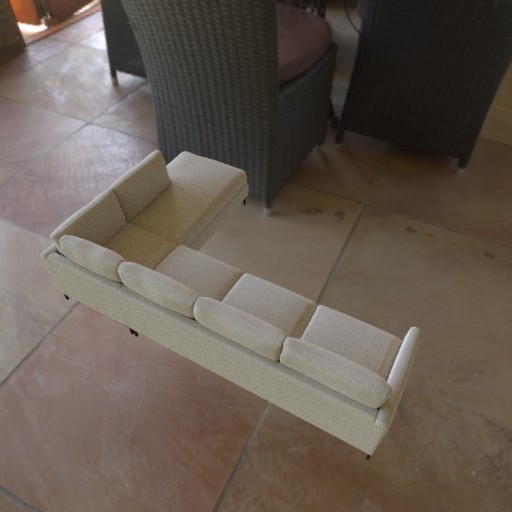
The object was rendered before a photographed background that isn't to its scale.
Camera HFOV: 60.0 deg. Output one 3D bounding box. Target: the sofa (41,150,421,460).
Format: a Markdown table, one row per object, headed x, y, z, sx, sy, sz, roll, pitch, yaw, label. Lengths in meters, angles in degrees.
| x | y | z | sx | sy | sz | roll | pitch | yaw | label |
| --- | --- | --- | --- | --- | --- | --- | --- | --- | --- |
| 0.000 | 0.000 | 3.833 | 2.949 | 0.815 | 2.007 | 22 | 51 | 19 | sofa |
